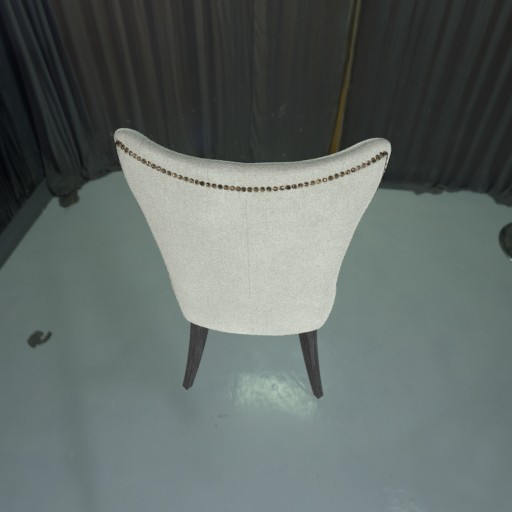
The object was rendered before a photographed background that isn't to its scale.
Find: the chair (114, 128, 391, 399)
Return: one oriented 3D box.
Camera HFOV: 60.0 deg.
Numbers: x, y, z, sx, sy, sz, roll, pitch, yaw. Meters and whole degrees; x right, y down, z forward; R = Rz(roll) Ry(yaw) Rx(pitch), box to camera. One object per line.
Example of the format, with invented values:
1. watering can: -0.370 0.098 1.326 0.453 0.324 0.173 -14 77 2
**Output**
1. chair: 0.000 0.000 1.395 0.584 1.065 0.590 3 46 3
